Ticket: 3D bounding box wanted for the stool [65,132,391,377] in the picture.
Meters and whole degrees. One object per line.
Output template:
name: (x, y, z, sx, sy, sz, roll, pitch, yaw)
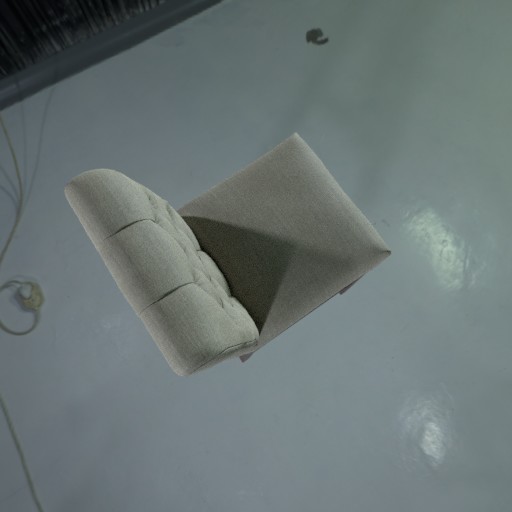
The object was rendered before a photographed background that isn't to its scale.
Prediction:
stool: (0.000, 0.000, 1.396, 0.660, 1.084, 0.486, -34, 78, -8)
